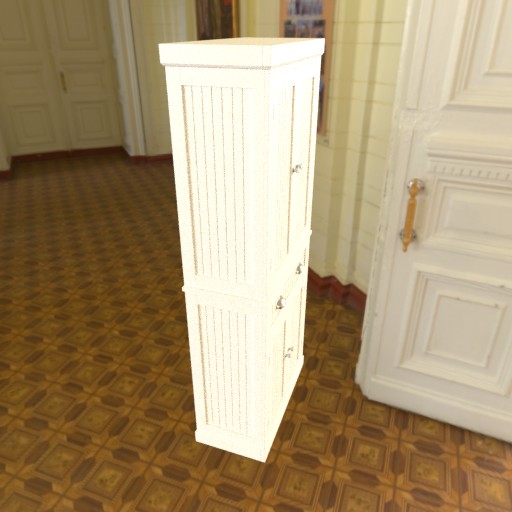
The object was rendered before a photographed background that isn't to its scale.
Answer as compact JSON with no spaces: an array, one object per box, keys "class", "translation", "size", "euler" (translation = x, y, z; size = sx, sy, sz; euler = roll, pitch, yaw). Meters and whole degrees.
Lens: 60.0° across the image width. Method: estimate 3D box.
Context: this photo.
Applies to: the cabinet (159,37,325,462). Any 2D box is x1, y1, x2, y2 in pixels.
[{"class":"cabinet","translation":[0.000,0.000,2.092],"size":[0.390,1.829,0.754],"euler":[9,29,17]}]
